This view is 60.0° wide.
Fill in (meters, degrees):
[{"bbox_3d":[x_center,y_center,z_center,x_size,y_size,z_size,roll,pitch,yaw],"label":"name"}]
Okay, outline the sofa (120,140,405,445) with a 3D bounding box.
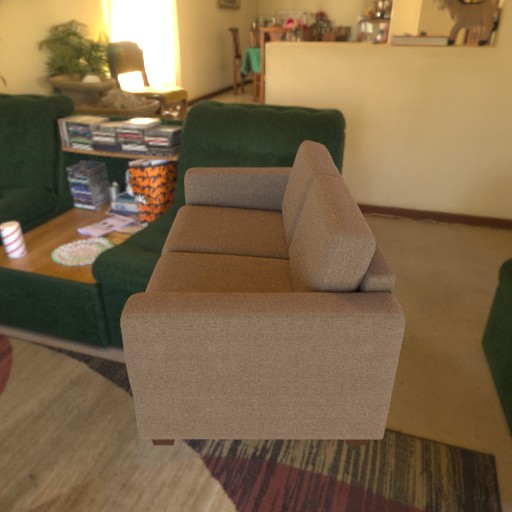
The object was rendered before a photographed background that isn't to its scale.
[{"bbox_3d":[0.000,0.000,2.045,0.900,0.800,1.520,0,28,0],"label":"sofa"}]
